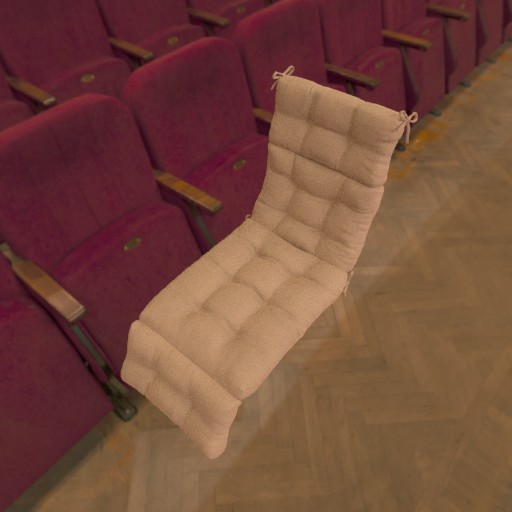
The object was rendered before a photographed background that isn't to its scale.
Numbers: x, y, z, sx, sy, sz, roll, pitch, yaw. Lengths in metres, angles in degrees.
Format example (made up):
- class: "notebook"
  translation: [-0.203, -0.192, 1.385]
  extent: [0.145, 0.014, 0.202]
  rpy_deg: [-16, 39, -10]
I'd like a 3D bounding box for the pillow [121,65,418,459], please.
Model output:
- class: "pillow"
  translation: [0.000, 0.000, 1.513]
  extent: [0.526, 0.863, 1.016]
  rpy_deg: [31, 54, 26]
